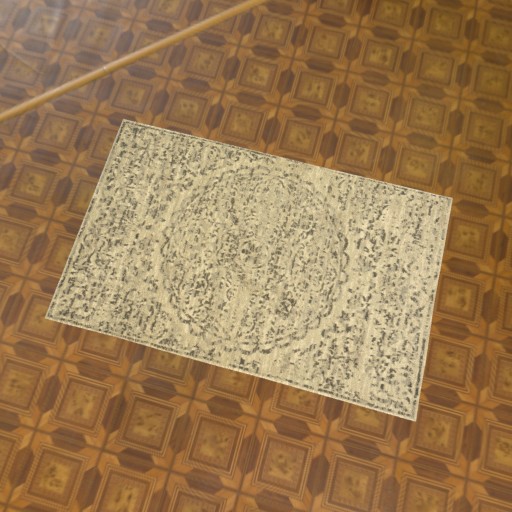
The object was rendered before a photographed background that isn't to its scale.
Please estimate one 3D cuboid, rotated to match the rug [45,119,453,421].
[{"bbox_3d":[0.000,0.000,3.002,2.447,0.021,1.527,15,75,4],"label":"rug"}]
